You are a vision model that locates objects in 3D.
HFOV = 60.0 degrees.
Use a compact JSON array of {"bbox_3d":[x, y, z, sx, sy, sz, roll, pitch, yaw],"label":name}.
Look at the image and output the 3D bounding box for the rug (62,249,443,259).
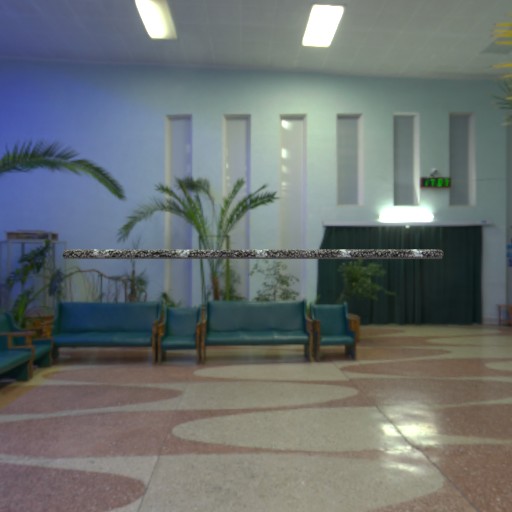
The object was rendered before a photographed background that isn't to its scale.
[{"bbox_3d":[0.000,0.000,2.293,1.219,0.030,1.778,0,0,1],"label":"rug"}]
